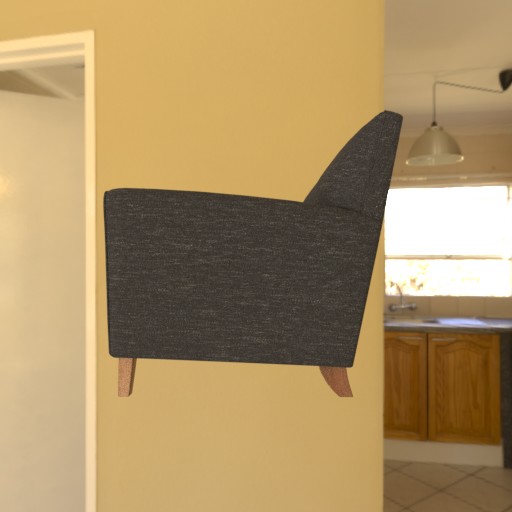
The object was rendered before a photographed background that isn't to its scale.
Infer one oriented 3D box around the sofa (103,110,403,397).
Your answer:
[{"bbox_3d":[0.000,0.000,1.960,0.875,0.846,1.420,0,0,1],"label":"sofa"}]
